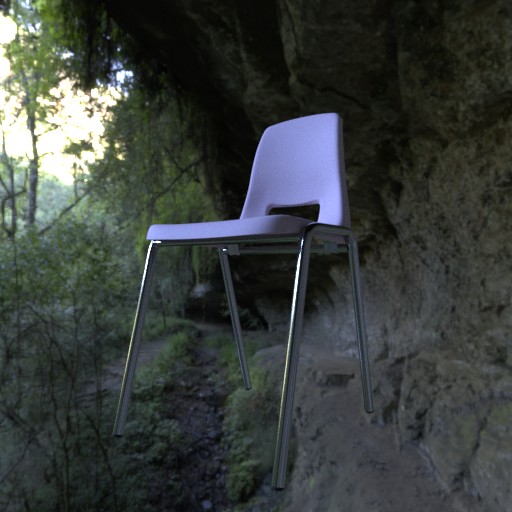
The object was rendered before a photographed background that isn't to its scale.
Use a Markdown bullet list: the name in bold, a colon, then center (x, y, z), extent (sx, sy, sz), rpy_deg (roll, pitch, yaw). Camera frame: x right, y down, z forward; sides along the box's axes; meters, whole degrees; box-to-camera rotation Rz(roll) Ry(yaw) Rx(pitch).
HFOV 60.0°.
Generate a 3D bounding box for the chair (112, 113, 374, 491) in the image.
- **chair**: center (0.000, 0.000, 0.933), extent (0.381, 0.704, 0.436), rpy_deg (-1, -2, 34)
